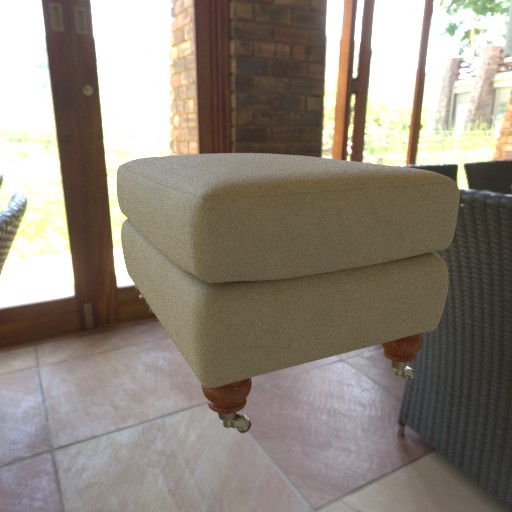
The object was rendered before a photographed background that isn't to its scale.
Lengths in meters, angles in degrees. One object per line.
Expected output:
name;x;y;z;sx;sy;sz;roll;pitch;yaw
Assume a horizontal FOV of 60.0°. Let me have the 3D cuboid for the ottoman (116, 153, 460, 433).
ottoman;0.000;0.000;1.133;0.569;0.504;0.773;-8;17;-25
